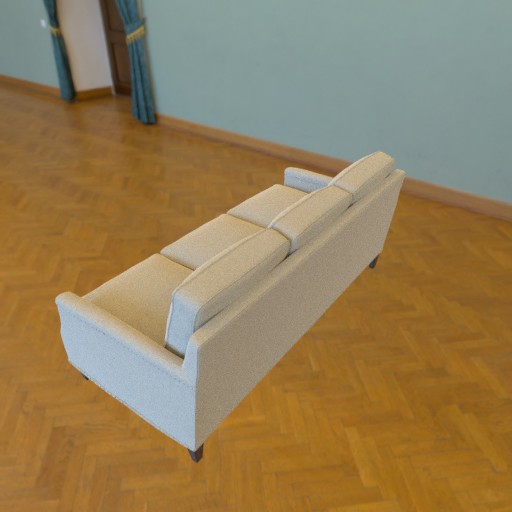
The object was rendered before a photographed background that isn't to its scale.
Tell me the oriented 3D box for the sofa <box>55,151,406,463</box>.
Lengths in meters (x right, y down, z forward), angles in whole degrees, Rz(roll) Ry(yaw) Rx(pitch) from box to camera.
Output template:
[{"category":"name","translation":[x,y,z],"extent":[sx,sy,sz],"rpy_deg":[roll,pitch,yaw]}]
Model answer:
[{"category":"sofa","translation":[0.000,0.000,2.862],"extent":[1.084,1.003,2.246],"rpy_deg":[22,39,30]}]
